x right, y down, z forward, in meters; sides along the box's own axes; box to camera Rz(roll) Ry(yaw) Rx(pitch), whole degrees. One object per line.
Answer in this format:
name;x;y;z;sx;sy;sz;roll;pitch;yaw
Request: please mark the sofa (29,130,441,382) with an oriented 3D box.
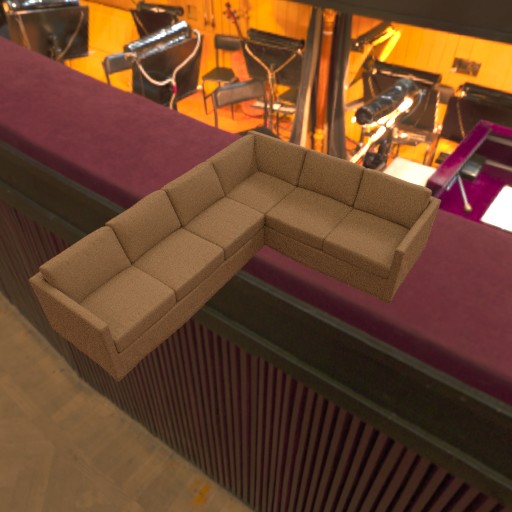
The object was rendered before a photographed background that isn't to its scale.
sofa;0.000;0.000;4.290;2.432;0.871;3.182;26;49;26
